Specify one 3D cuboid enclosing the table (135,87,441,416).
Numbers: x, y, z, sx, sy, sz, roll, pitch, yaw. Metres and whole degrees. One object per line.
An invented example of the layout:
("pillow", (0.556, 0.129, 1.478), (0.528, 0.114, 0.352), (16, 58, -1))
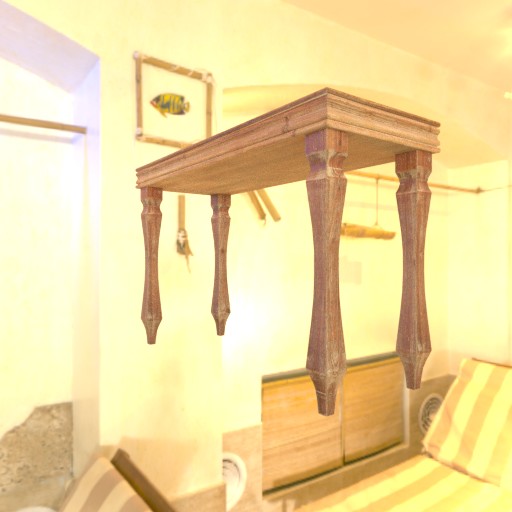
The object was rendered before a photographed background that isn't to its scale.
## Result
("table", (0.000, 0.000, 1.829), (0.522, 0.873, 1.330), (0, 0, -36))
